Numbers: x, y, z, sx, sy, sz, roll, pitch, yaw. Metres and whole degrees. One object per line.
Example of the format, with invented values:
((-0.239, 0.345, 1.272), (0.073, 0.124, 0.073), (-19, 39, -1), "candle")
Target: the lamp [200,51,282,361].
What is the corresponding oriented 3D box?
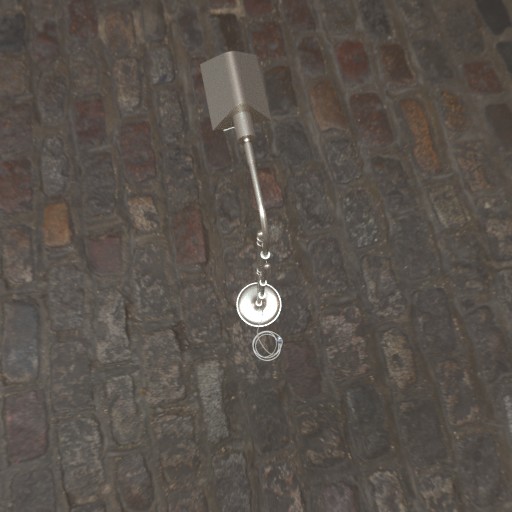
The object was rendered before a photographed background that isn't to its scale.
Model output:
((0.000, 0.000, 1.823), (0.256, 1.571, 0.813), (-11, 76, -3), "lamp")
